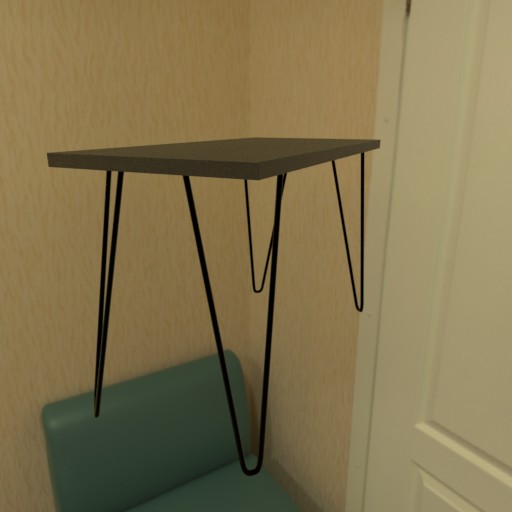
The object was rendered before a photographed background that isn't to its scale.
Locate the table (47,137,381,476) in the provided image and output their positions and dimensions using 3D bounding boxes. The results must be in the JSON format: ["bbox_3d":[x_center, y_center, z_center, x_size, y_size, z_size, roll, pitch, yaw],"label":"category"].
[{"bbox_3d":[0.000,0.000,1.353,0.499,0.660,0.991,8,19,25],"label":"table"}]
